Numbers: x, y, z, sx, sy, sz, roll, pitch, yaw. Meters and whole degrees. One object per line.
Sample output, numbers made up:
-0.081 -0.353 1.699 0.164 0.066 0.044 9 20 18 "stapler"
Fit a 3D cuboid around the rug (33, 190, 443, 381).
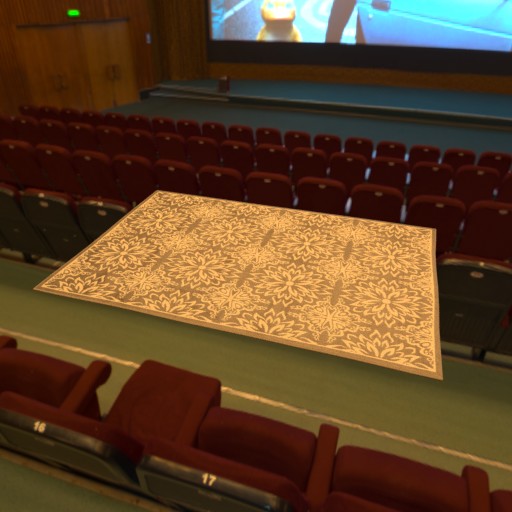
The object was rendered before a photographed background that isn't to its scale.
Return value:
0.000 0.000 2.371 1.847 0.012 1.224 10 33 15 "rug"
